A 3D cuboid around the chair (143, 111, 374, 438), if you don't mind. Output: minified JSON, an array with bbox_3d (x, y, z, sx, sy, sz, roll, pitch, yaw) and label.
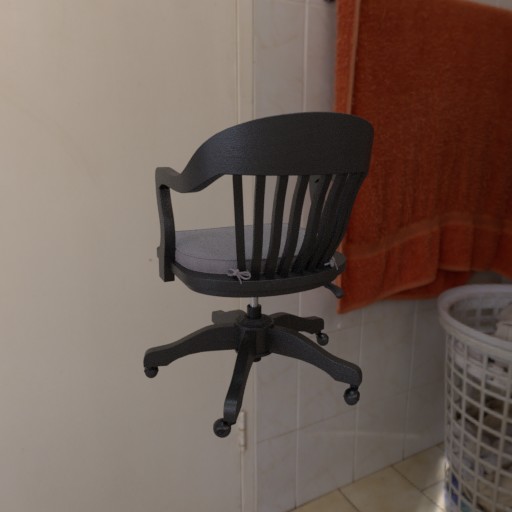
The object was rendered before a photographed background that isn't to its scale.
[{"bbox_3d":[0.000,0.000,1.492,0.750,0.878,0.788,-7,16,-25],"label":"chair"}]
